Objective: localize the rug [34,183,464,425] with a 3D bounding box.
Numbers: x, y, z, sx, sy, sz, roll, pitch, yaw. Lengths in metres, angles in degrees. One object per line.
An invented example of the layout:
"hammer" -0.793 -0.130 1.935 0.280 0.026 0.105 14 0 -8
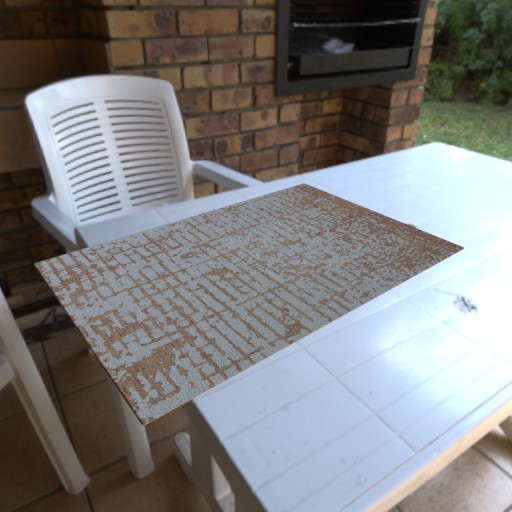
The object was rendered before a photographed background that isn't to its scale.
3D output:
"rug" 0.000 0.000 2.253 1.829 0.011 1.219 -21 36 -32
